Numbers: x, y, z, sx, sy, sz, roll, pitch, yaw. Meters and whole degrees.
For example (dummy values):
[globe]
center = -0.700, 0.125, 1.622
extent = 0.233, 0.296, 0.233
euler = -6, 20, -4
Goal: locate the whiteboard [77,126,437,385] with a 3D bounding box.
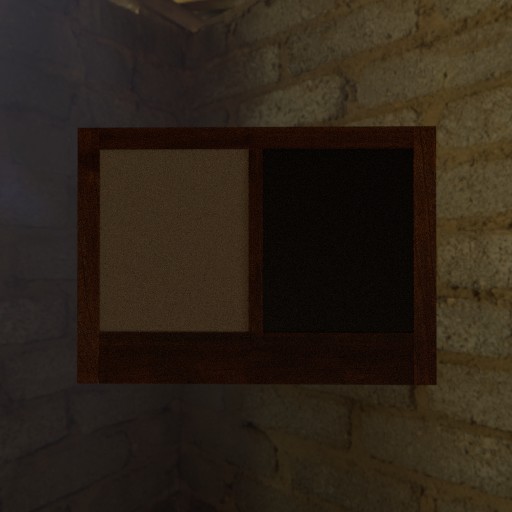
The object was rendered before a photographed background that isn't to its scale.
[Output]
[whiteboard]
center = 0.000, 0.000, 0.990
extent = 0.768, 0.553, 0.083
euler = 0, 0, 1
